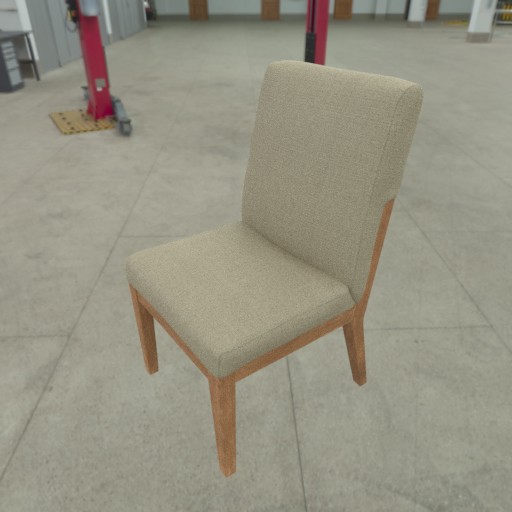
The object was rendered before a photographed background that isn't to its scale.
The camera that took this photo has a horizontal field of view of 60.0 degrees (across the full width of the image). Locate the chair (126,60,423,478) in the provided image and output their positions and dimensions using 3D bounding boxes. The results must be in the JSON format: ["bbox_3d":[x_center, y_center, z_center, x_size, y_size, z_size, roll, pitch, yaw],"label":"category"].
[{"bbox_3d":[0.000,0.000,1.212,0.586,0.911,0.507,-21,37,-31],"label":"chair"}]
